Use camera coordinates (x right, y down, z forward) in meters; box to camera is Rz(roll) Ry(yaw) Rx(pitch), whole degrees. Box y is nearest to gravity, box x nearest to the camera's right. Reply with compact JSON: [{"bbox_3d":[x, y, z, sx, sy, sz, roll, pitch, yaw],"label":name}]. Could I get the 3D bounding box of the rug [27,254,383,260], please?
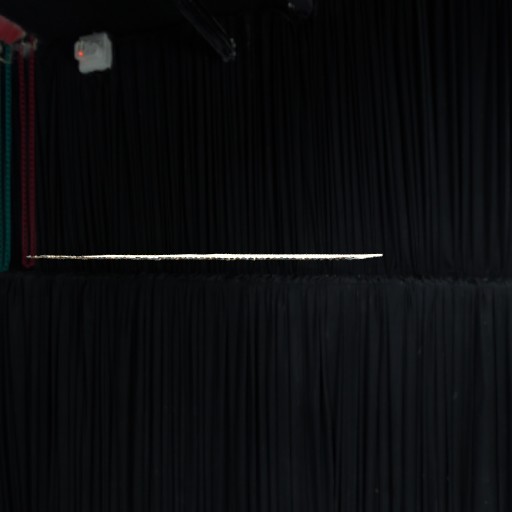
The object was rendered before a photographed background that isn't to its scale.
[{"bbox_3d":[0.000,0.000,2.348,1.218,0.017,1.861,0,0,19],"label":"rug"}]
